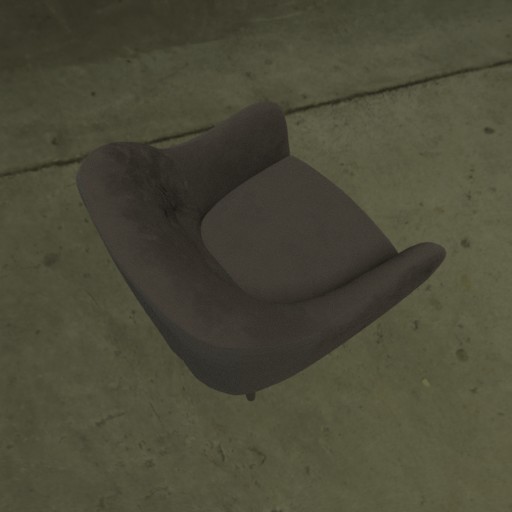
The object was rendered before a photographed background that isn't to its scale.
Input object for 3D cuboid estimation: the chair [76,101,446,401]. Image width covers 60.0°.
[{"bbox_3d":[0.000,0.000,1.473,0.819,0.807,0.840,-32,63,-18],"label":"chair"}]
